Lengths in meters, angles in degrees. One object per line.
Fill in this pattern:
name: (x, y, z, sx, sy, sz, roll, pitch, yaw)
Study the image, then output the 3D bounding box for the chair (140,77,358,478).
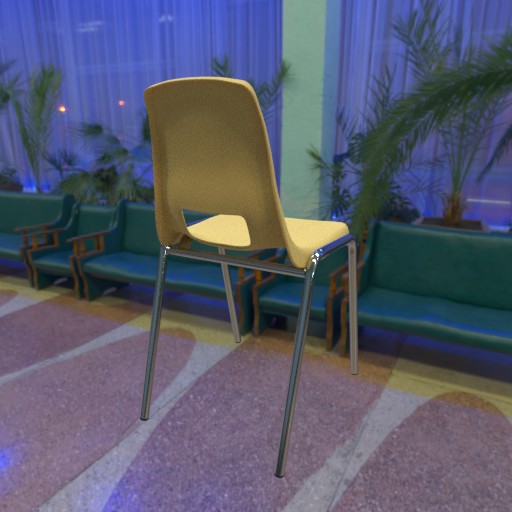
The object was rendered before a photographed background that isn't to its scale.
chair: (0.000, 0.000, 0.982, 0.381, 0.704, 0.436, 9, 19, 28)
